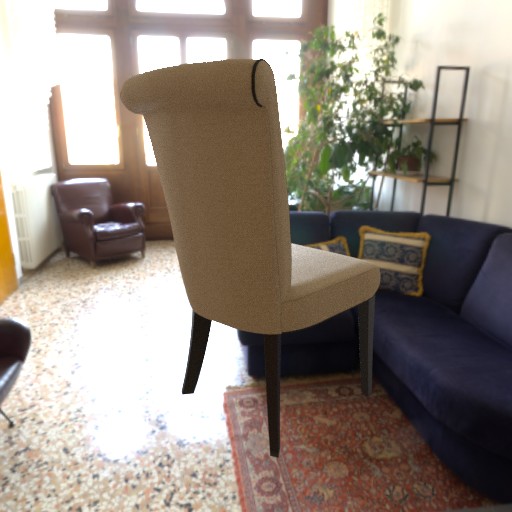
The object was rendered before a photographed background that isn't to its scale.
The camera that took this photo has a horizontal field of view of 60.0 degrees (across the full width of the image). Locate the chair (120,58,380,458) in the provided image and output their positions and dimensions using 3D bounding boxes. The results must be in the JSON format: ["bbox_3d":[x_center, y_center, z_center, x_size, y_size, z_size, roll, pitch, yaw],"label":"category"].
[{"bbox_3d":[0.000,0.000,1.321,0.623,0.997,0.522,-15,21,-42],"label":"chair"}]
